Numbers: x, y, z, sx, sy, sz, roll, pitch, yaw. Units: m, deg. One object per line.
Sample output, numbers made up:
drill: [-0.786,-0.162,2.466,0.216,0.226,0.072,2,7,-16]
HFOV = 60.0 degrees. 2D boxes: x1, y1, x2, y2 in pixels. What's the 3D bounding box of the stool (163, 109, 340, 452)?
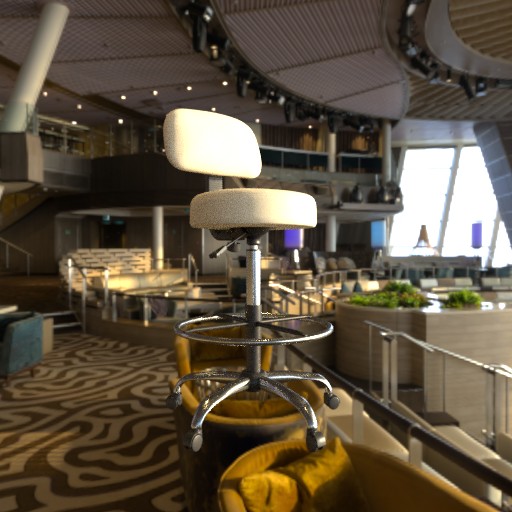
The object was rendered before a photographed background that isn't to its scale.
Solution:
stool: [0.000,0.000,1.460,0.609,1.080,0.616,-1,1,-36]
